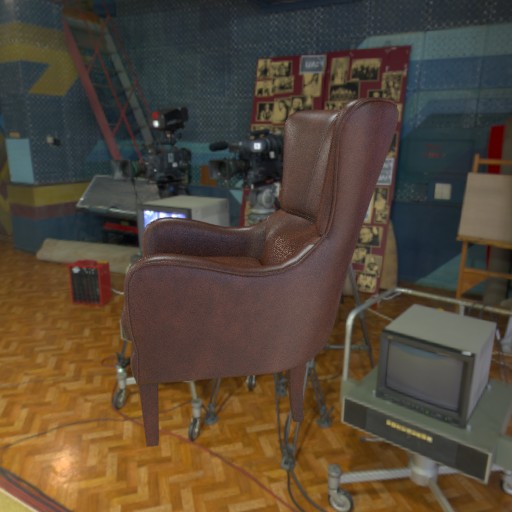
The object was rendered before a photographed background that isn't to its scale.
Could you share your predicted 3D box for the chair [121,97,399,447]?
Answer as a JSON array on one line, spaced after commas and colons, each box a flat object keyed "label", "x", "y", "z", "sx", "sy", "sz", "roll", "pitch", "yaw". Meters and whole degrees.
[{"label": "chair", "x": 0.000, "y": 0.000, "z": 1.609, "sx": 0.914, "sy": 1.048, "sz": 0.692, "roll": -2, "pitch": 15, "yaw": -9}]
